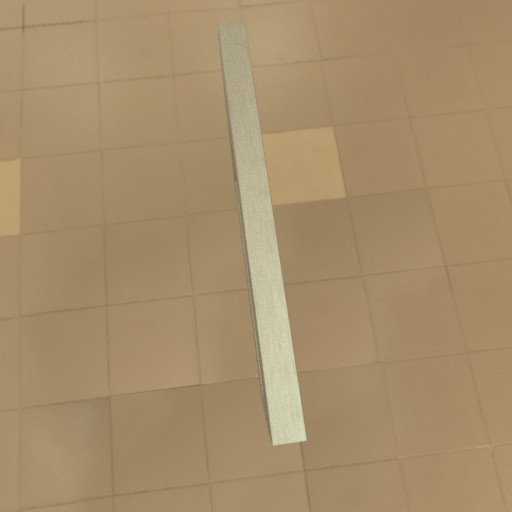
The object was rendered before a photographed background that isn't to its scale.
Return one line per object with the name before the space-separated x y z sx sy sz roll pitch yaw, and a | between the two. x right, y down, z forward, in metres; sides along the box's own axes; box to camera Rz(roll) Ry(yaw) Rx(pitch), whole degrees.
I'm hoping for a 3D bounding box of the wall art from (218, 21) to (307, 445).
wall art | 0.000 0.000 0.537 0.028 0.330 0.380 -7 75 -2
